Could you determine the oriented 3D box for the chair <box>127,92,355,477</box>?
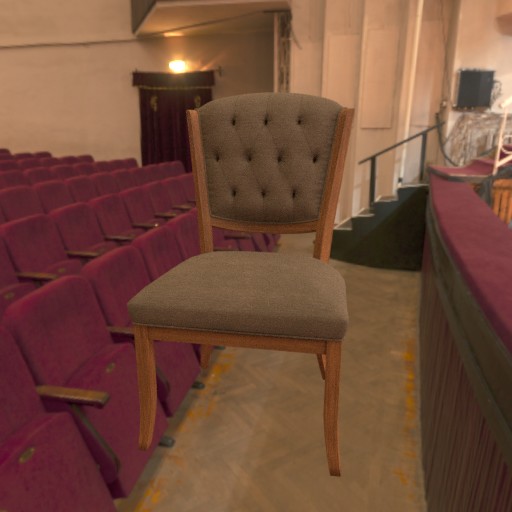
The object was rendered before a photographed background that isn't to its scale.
[{"bbox_3d":[0.000,0.000,1.239,0.513,0.905,0.584,3,15,10],"label":"chair"}]
